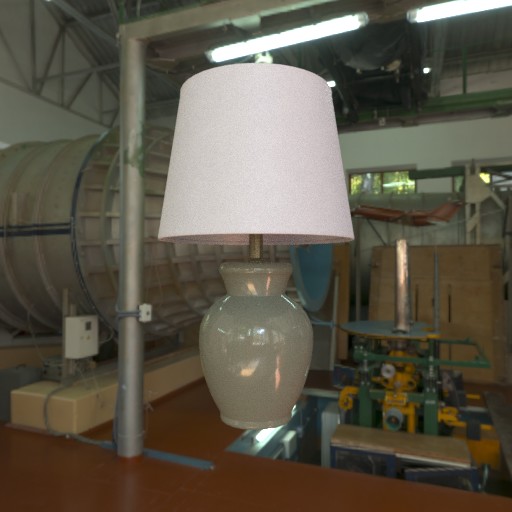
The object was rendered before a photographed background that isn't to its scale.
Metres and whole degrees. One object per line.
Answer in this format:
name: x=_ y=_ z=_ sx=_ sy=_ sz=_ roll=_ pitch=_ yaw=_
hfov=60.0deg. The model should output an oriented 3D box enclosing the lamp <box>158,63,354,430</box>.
lamp: x=0.000 y=0.000 z=0.552 sx=0.239 sy=0.399 sz=0.239 roll=0 pitch=-1 yaw=0
